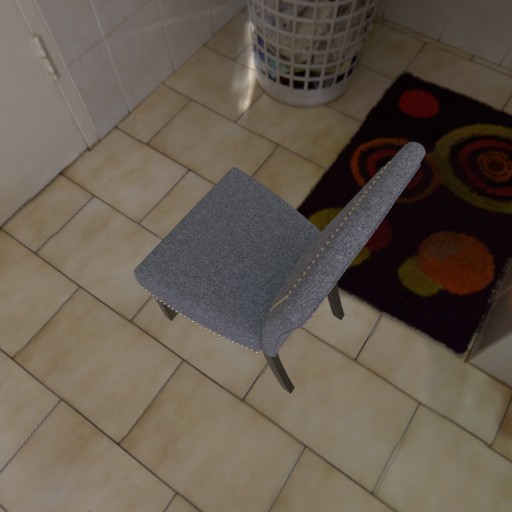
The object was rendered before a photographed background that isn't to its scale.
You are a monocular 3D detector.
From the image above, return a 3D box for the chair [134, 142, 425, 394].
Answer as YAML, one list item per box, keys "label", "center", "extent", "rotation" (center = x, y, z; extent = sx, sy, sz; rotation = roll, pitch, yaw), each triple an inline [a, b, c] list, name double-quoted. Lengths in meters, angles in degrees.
- label: "chair"
  center: [0.000, 0.000, 1.332]
  extent: [0.589, 0.946, 0.518]
  rotation: [34, 68, 16]
